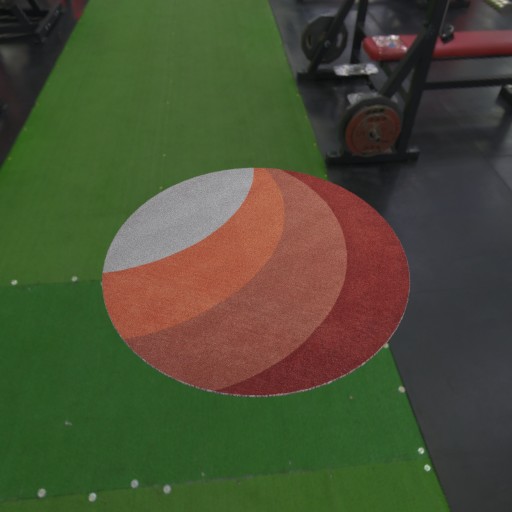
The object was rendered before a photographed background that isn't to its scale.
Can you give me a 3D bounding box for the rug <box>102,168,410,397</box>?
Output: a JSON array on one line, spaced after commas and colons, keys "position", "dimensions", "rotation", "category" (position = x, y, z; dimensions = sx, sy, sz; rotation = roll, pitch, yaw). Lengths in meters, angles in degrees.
[{"position": [0.000, 0.000, 2.242], "dimensions": [1.514, 0.015, 1.514], "rotation": [0, 46, 0], "category": "rug"}]
